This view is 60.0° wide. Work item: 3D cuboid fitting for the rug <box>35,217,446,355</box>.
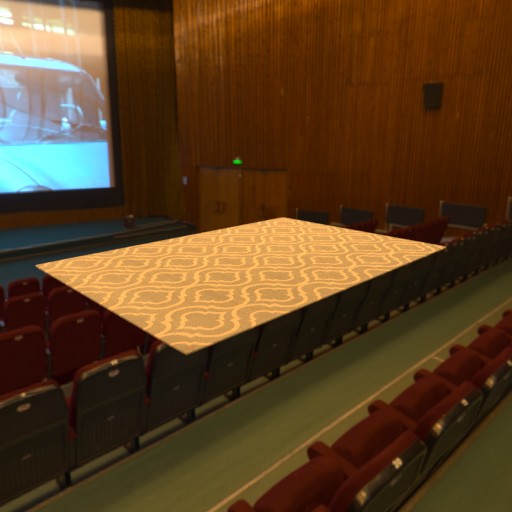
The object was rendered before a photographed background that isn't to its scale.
[{"bbox_3d":[0.000,0.000,2.705,2.080,0.010,1.451,-15,21,-42],"label":"rug"}]
